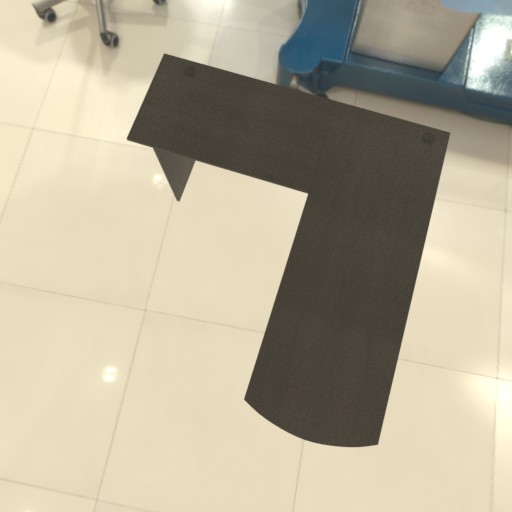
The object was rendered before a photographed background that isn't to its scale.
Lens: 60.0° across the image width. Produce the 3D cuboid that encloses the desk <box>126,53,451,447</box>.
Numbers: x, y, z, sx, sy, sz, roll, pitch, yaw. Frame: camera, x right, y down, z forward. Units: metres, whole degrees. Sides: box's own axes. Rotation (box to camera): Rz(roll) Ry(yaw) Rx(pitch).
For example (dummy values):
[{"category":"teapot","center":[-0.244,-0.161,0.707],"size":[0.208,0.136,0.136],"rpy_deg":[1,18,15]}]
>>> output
[{"category":"desk","center":[0.000,0.000,2.115],"size":[1.303,0.716,1.361],"rpy_deg":[17,76,5]}]
